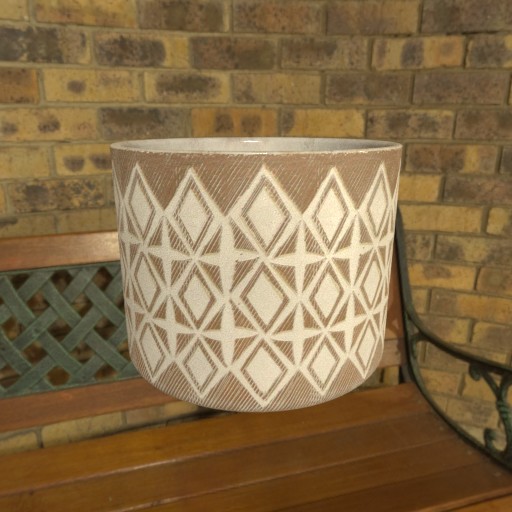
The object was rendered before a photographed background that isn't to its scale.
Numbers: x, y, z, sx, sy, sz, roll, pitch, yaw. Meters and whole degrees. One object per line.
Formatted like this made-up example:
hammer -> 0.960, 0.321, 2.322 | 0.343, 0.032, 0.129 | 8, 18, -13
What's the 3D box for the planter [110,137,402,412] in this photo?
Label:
planter -> 0.000, 0.000, 0.330 | 0.193, 0.165, 0.193 | 0, 17, 0
